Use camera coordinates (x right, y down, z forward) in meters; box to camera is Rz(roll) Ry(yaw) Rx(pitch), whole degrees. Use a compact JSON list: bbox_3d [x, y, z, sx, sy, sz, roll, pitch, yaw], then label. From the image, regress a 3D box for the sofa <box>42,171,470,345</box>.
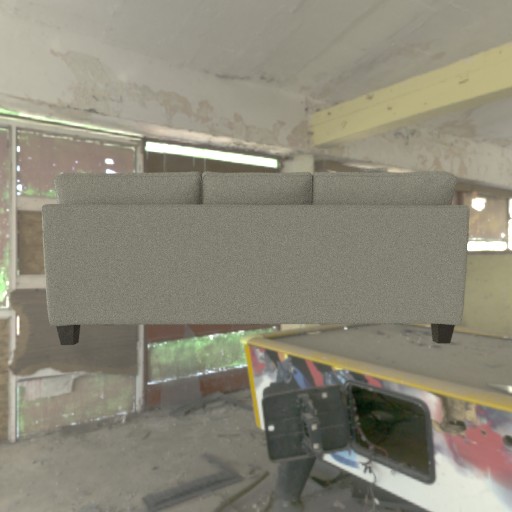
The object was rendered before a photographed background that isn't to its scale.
[{"bbox_3d":[0.000,0.000,2.858,2.323,0.997,1.016,0,0,-1],"label":"sofa"}]
